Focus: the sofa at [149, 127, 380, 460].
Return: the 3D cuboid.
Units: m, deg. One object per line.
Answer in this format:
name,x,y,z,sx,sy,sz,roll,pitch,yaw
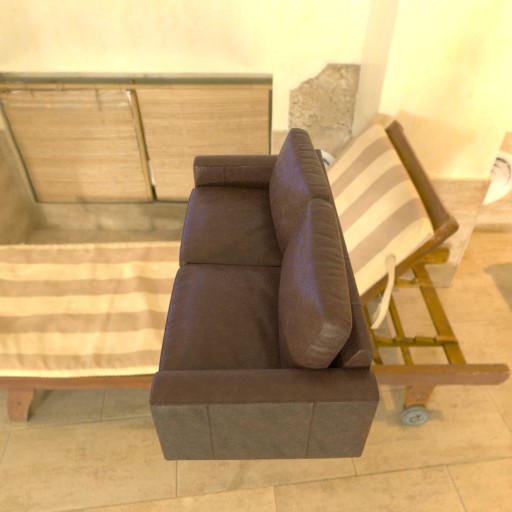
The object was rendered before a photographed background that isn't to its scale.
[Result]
sofa,0.000,0.000,2.757,1.016,0.873,2.179,-1,41,-1
